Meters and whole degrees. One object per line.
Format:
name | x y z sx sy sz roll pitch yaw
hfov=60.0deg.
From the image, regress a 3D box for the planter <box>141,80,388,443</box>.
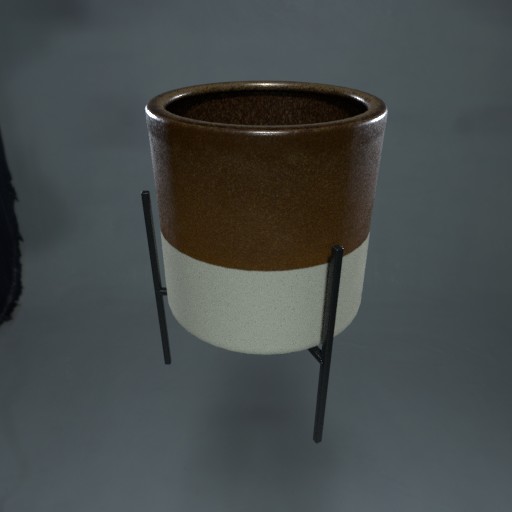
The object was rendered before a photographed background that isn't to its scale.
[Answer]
planter | 0.000 0.000 0.553 0.269 0.375 0.255 1 30 1
